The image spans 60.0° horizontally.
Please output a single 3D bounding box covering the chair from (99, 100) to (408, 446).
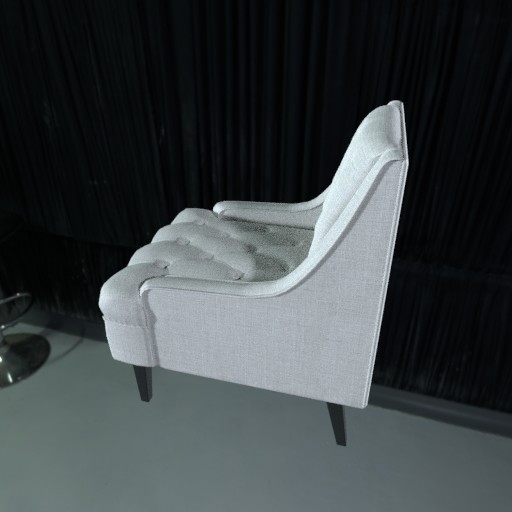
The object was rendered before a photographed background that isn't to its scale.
[{"bbox_3d":[0.000,0.000,1.401,0.772,0.891,0.658,8,30,13],"label":"chair"}]
